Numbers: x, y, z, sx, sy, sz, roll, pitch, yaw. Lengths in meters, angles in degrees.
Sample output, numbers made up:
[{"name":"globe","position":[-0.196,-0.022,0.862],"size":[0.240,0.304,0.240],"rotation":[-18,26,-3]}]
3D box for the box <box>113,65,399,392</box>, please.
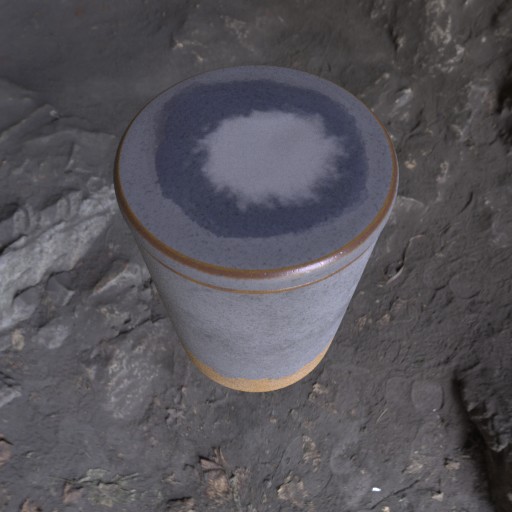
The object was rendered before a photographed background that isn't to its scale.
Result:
[{"name":"box","position":[0.000,0.000,0.253],"size":[0.118,0.168,0.118],"rotation":[0,59,0]}]
